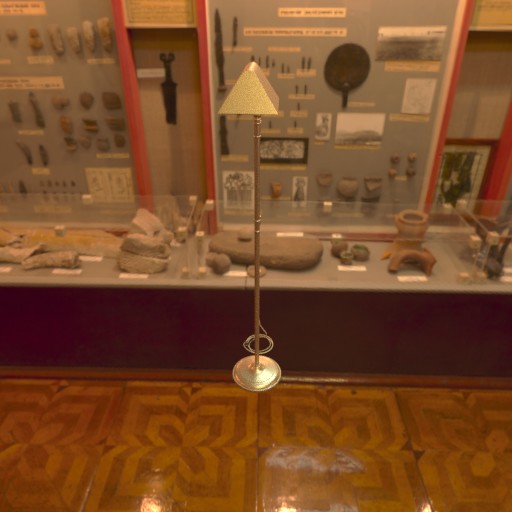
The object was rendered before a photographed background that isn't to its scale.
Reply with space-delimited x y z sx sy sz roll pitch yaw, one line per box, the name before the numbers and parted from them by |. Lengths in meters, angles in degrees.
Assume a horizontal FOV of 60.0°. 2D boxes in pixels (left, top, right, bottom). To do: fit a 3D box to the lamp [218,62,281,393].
lamp | 0.000 0.000 1.884 0.256 1.571 0.813 2 31 3
